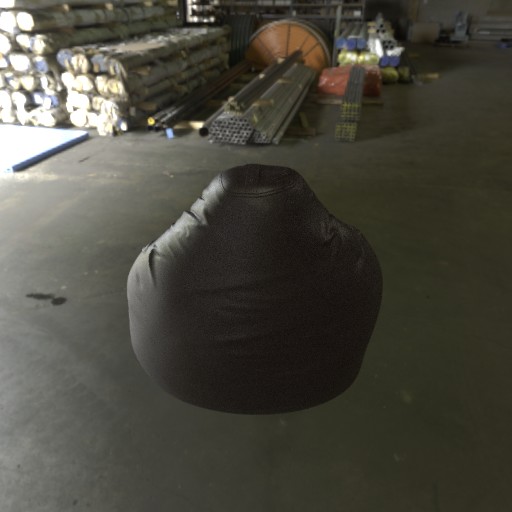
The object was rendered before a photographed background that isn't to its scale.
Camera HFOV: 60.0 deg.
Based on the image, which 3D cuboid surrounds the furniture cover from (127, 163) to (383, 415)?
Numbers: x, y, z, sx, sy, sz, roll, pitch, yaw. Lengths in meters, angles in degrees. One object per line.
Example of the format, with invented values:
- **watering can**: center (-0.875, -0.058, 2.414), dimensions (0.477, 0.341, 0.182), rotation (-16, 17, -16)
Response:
- **furniture cover**: center (0.000, 0.000, 1.904), dimensions (1.070, 0.990, 1.070), rotation (-1, 31, -2)
